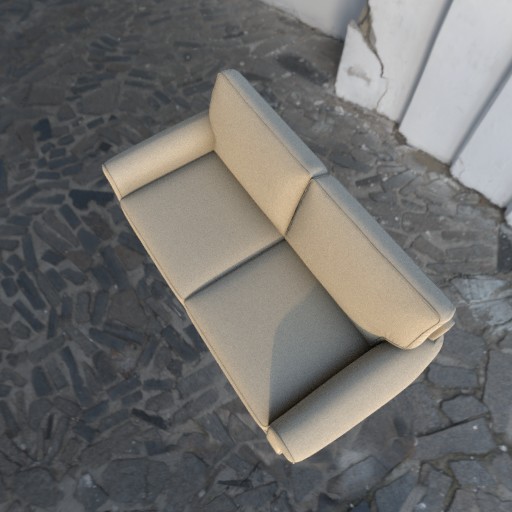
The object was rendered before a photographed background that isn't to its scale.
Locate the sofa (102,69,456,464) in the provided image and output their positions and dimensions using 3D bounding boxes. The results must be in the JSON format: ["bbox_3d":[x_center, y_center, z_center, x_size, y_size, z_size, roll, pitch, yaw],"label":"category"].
[{"bbox_3d":[0.000,0.000,2.391,0.940,0.952,1.930,-31,67,-14],"label":"sofa"}]
